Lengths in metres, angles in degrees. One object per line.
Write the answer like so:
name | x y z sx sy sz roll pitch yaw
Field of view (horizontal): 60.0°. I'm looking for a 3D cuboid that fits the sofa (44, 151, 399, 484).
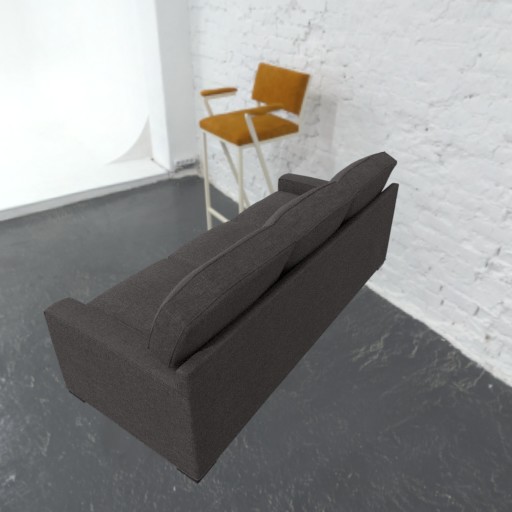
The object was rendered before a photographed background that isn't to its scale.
sofa | 0.000 0.000 2.861 1.004 0.978 2.369 20 36 29
